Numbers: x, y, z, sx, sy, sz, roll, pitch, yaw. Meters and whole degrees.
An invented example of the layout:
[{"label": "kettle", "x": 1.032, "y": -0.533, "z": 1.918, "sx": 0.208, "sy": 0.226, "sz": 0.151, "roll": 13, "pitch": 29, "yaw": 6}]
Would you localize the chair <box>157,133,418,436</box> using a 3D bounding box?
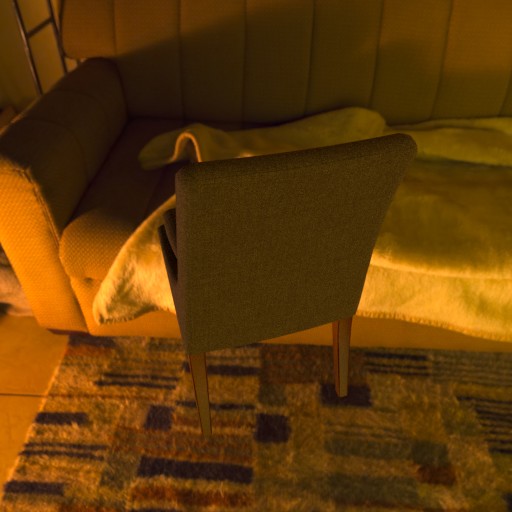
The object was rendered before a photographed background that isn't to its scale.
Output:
[{"label": "chair", "x": 0.000, "y": 0.000, "z": 1.289, "sx": 0.508, "sy": 0.952, "sz": 0.655, "roll": -11, "pitch": 41, "yaw": -13}]
